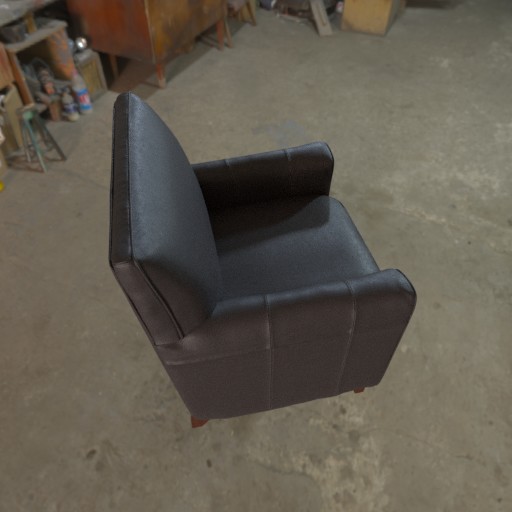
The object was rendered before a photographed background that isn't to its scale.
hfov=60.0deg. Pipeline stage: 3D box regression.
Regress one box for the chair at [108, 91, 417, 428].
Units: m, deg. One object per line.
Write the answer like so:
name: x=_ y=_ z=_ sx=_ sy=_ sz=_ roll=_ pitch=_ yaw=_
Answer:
chair: x=0.000 y=0.000 z=1.601 sx=0.825 sy=0.943 sz=0.870 roll=-9 pitch=46 yaw=-8
